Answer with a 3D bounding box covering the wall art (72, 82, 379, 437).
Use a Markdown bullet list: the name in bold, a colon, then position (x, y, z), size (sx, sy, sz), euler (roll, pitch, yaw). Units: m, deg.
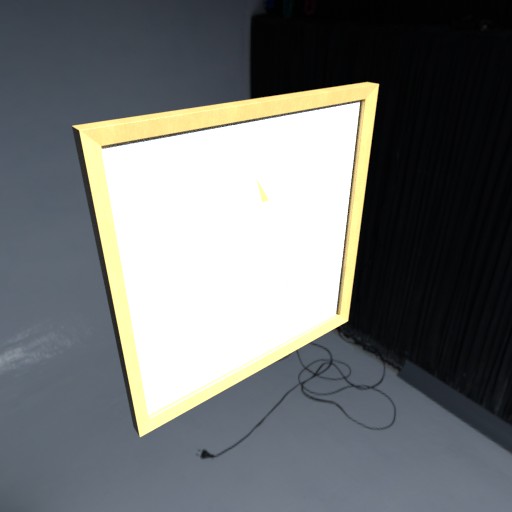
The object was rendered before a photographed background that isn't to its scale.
- **wall art**: position (0.000, 0.000, 2.878), size (1.935, 1.936, 0.097), euler (-21, 36, -32)
